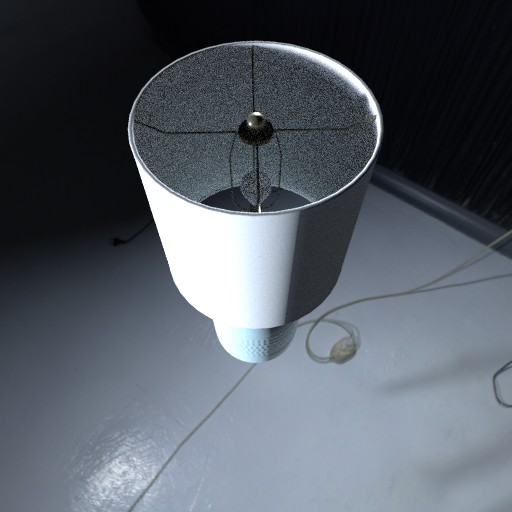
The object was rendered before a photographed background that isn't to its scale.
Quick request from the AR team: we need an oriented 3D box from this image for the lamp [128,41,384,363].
[{"bbox_3d":[0.000,0.000,1.100,0.418,0.871,0.418,32,63,19],"label":"lamp"}]
